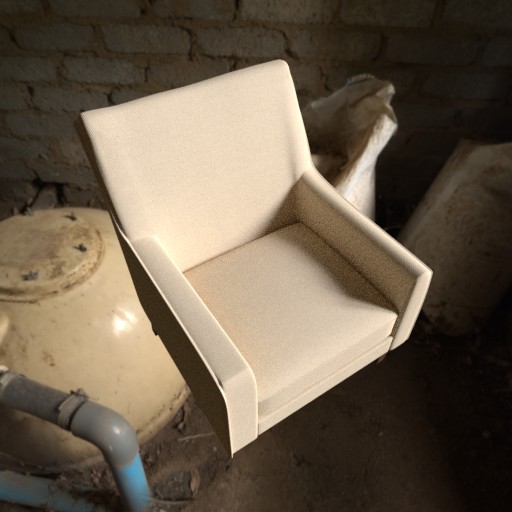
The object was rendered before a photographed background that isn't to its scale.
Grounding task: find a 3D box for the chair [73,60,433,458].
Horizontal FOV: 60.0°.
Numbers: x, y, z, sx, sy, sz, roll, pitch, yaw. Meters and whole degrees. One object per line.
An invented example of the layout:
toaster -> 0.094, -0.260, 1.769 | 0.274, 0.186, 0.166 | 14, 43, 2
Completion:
chair -> 0.000, 0.000, 1.548 | 0.780, 0.919, 0.899 | -25, 51, -22
